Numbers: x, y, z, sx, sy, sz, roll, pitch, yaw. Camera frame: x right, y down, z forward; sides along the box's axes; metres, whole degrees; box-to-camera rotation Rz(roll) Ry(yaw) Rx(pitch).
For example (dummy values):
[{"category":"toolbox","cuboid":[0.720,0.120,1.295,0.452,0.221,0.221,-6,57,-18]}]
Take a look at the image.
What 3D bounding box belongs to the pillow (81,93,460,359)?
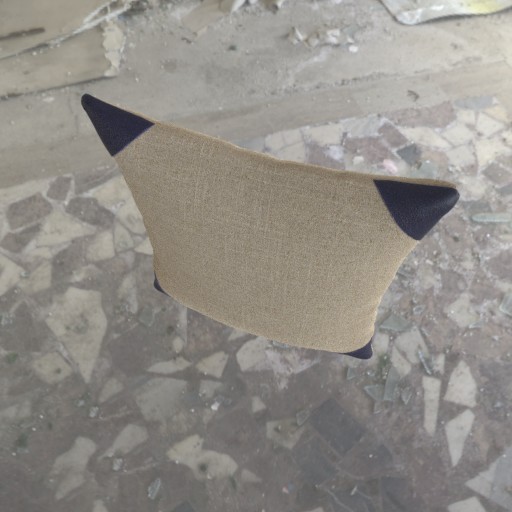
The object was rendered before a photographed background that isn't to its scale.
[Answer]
[{"category":"pillow","cuboid":[0.000,0.000,0.656,0.440,0.441,0.147,16,58,11]}]
